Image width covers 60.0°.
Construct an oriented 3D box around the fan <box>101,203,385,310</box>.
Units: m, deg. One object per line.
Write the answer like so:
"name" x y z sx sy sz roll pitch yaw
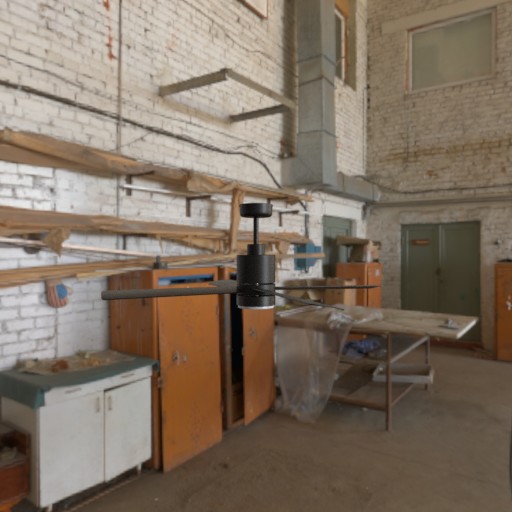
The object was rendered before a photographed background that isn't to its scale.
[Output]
"fan" 0.000 0.000 2.310 1.525 0.534 1.525 0 0 -20
